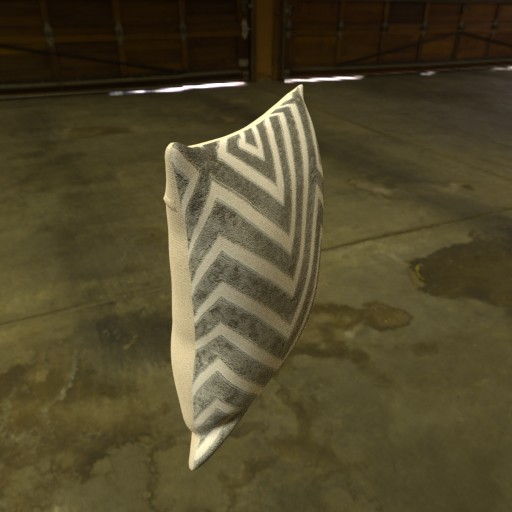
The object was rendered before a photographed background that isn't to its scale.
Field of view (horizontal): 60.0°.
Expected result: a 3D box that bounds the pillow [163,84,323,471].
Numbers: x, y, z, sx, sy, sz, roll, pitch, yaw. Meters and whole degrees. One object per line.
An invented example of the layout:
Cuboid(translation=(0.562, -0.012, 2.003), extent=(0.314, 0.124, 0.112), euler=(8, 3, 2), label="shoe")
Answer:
Cuboid(translation=(0.000, 0.000, 0.664), extent=(0.182, 0.441, 0.440), euler=(11, 31, 18), label="pillow")
